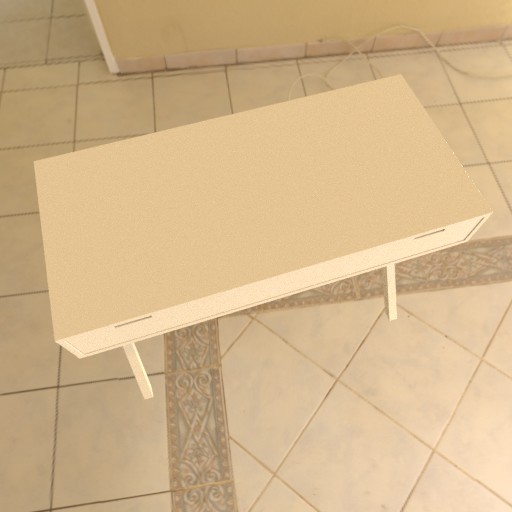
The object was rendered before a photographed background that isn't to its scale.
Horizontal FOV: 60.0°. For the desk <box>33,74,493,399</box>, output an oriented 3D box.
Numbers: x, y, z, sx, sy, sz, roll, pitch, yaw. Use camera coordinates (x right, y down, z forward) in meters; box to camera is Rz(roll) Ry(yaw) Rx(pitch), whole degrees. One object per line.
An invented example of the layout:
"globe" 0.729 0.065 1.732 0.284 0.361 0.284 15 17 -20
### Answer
"desk" 0.000 0.000 1.468 1.059 0.780 0.509 -16 64 -8
